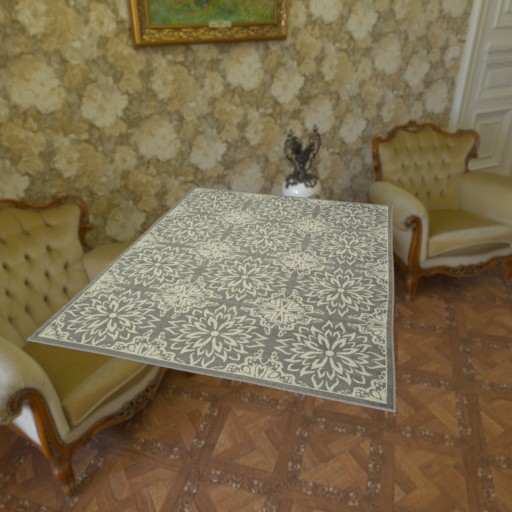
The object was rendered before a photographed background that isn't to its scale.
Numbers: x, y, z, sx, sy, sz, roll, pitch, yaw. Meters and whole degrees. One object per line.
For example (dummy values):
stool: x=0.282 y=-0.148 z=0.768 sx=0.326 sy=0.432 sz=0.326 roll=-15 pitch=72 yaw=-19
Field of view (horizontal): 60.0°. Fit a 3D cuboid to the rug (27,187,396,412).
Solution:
rug: x=0.000 y=0.000 z=3.934 sx=2.363 sy=0.012 sz=2.980 roll=7 pitch=30 yaw=13
